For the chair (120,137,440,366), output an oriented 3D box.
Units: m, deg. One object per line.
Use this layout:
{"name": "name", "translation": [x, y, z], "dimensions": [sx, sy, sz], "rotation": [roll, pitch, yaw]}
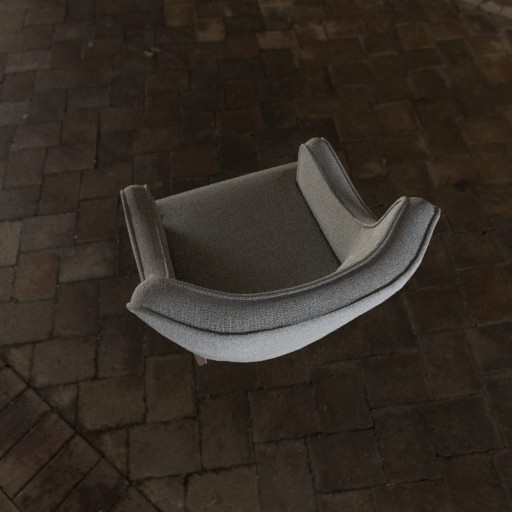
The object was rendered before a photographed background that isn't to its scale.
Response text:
{"name": "chair", "translation": [0.000, 0.000, 1.564], "dimensions": [0.820, 0.920, 0.910], "rotation": [-17, 60, -10]}
